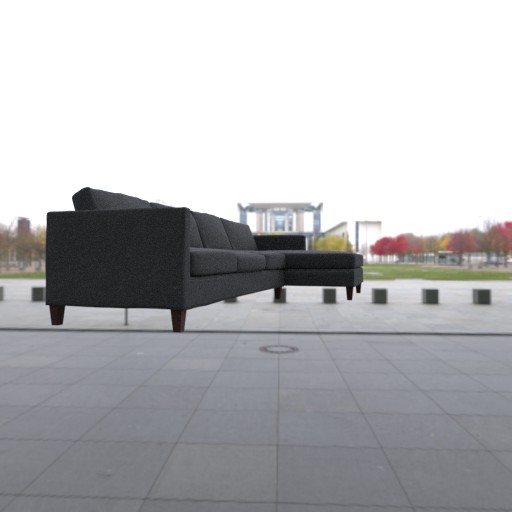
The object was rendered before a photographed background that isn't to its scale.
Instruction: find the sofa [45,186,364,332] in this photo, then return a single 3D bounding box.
[{"bbox_3d":[0.000,0.000,3.903,1.625,0.846,3.186,0,0,18],"label":"sofa"}]
